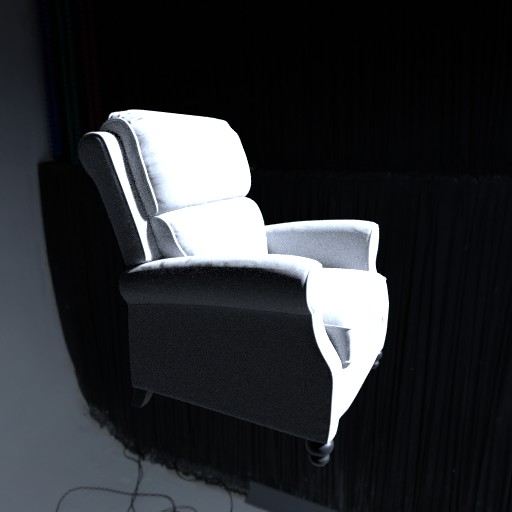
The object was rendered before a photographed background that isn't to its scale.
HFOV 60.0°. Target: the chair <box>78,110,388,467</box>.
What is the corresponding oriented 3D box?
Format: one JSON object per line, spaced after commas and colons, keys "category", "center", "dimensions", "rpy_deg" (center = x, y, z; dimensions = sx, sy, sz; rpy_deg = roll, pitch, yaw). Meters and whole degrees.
{"category": "chair", "center": [0.000, 0.000, 1.677], "dimensions": [0.919, 1.046, 0.859], "rpy_deg": [7, 15, 26]}
